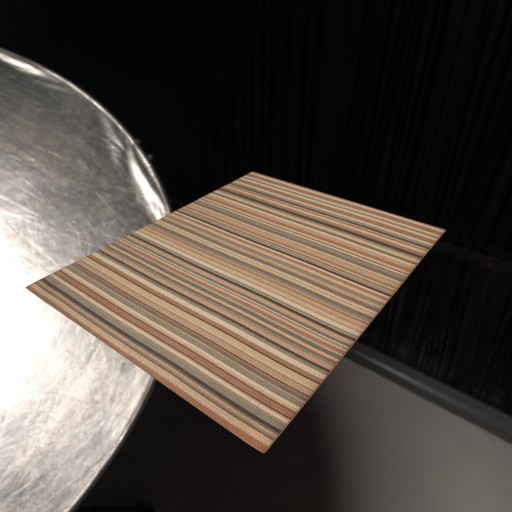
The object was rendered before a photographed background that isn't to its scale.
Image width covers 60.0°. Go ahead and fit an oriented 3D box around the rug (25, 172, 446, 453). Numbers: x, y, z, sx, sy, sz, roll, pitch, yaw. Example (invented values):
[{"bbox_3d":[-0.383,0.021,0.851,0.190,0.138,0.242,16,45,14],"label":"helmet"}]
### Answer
[{"bbox_3d":[0.000,0.000,4.015,2.436,0.011,3.045,23,40,30],"label":"rug"}]
